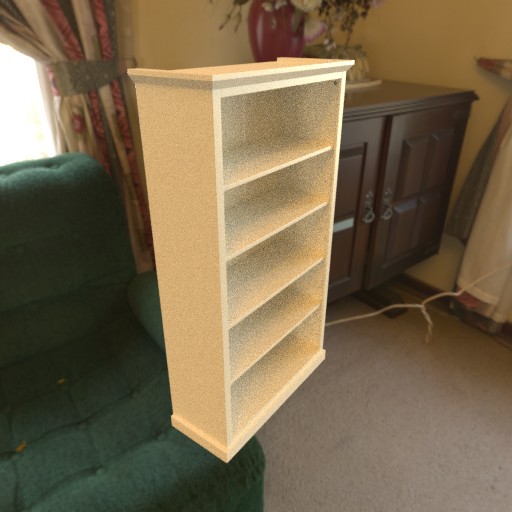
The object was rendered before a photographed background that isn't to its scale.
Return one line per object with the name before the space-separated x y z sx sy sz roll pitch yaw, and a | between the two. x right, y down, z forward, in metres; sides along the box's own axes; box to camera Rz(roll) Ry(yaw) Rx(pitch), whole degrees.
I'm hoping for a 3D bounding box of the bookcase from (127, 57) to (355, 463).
bookcase | 0.000 0.000 2.361 0.432 1.880 1.050 19 32 32
